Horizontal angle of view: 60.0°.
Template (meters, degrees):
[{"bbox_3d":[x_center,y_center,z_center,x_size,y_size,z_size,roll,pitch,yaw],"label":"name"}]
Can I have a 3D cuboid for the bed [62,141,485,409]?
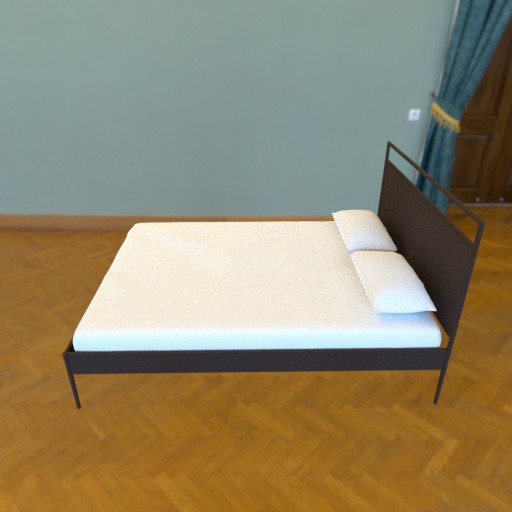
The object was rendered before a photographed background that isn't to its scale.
[{"bbox_3d":[0.000,0.000,3.017,2.122,1.173,1.572,0,28,-1],"label":"bed"}]
